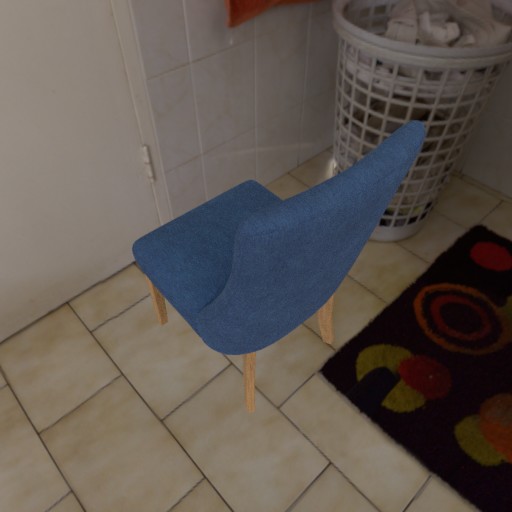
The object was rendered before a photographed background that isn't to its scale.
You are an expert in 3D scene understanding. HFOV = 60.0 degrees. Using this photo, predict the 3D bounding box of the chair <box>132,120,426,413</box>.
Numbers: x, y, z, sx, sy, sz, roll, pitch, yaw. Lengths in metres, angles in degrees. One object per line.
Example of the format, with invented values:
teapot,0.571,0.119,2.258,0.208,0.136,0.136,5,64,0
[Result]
chair,0.000,0.000,1.244,0.495,0.902,0.609,-33,56,-26
